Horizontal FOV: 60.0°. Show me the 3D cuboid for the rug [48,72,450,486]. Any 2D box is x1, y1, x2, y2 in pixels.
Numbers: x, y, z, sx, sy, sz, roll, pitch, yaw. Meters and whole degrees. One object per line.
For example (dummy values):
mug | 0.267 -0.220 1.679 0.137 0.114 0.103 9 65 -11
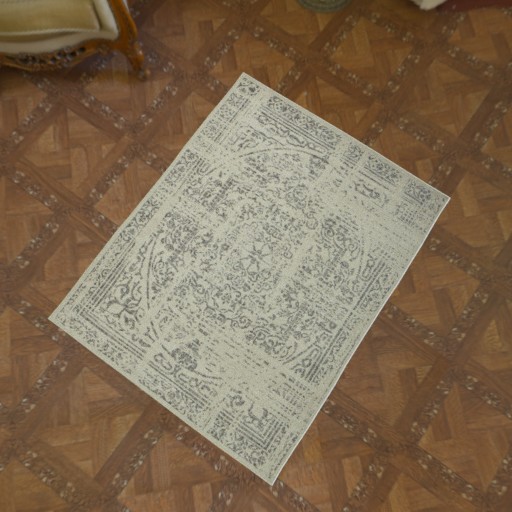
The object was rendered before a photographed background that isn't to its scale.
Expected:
rug | 0.000 0.000 3.892 2.311 0.032 2.921 34 79 8
